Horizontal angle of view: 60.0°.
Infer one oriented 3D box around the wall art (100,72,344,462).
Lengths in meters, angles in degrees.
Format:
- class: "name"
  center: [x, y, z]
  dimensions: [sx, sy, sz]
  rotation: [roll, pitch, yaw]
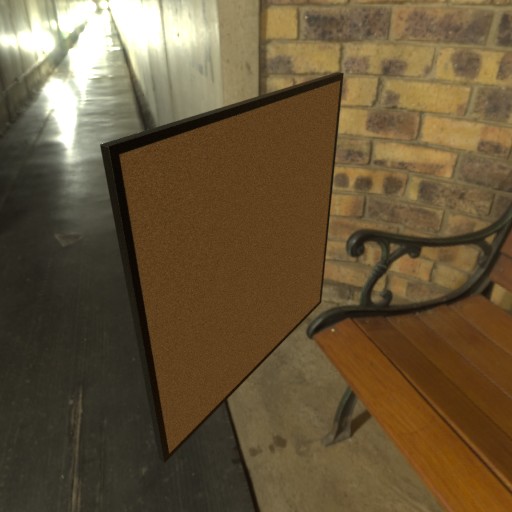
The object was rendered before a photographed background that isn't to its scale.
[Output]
- class: "wall art"
  center: [0.000, 0.000, 0.669]
  dimensions: [0.012, 0.458, 0.457]
  rotation: [21, 37, 30]
